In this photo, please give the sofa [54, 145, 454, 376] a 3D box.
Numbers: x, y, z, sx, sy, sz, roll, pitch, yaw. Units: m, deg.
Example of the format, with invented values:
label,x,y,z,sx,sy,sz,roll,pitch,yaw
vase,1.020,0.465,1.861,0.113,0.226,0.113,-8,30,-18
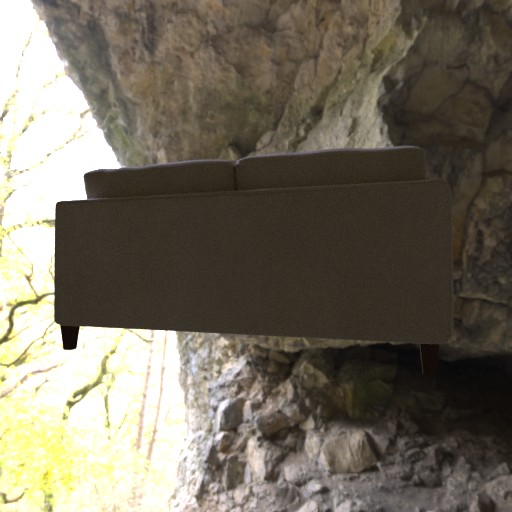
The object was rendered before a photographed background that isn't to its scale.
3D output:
label,x,y,z,sx,sy,sz,roll,pitch,yaw
sofa,0.000,0.000,2.357,1.846,0.940,0.950,0,-1,18
